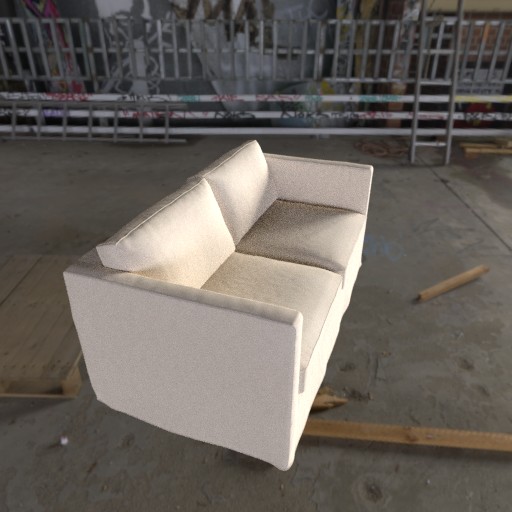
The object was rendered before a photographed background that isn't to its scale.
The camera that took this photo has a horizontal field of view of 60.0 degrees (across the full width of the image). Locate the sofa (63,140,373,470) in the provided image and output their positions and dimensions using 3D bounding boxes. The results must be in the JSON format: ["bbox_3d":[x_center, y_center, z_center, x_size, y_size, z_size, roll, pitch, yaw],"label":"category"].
[{"bbox_3d":[0.000,0.000,2.380,0.962,0.834,1.746,11,32,18],"label":"sofa"}]
